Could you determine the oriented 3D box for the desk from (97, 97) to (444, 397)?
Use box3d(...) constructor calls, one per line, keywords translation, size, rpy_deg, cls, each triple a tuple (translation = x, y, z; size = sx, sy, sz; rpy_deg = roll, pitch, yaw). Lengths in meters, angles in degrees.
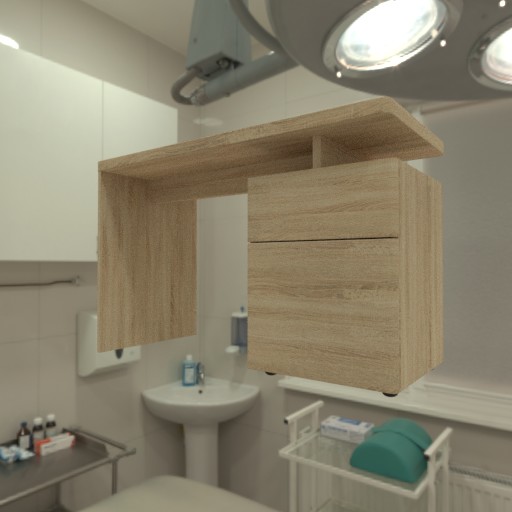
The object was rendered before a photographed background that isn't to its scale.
box3d(translation=(0.000, 0.000, 1.641), size=(1.200, 0.760, 0.550), rpy_deg=(-1, -1, 36), cls="desk")
